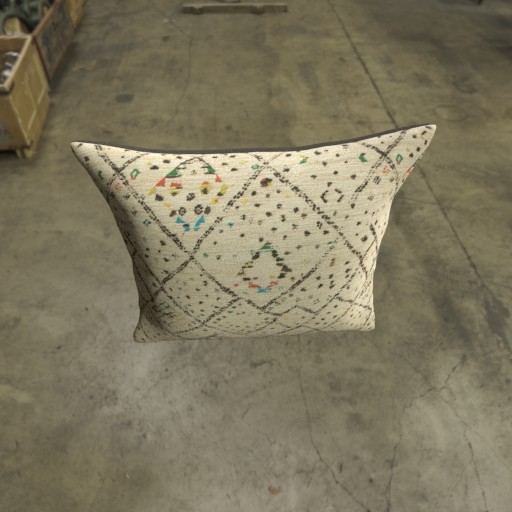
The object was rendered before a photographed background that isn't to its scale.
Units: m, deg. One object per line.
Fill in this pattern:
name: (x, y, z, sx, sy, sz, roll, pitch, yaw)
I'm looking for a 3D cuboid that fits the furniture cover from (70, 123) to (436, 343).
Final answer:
furniture cover: (0.000, 0.000, 0.797, 0.525, 0.498, 0.180, -3, 46, -3)
